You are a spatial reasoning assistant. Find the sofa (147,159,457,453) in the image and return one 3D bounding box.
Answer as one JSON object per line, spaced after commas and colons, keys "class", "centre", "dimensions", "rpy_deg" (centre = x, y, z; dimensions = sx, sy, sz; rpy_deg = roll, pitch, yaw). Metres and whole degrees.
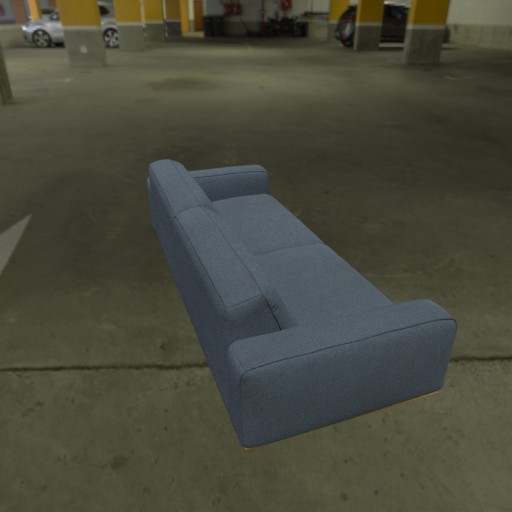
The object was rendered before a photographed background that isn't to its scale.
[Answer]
{"class": "sofa", "centre": [0.000, 0.000, 2.652], "dimensions": [0.953, 0.782, 2.270], "rpy_deg": [-10, 30, -18]}
